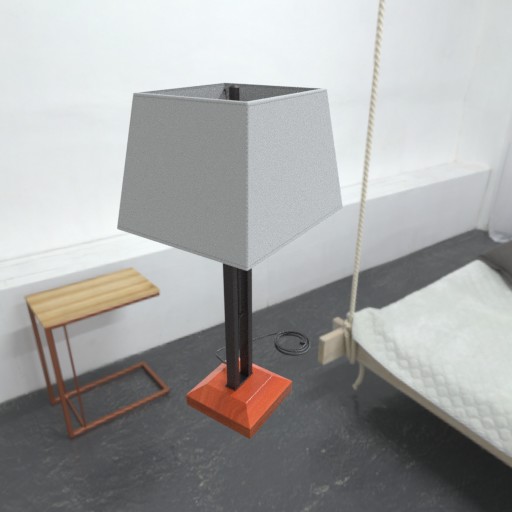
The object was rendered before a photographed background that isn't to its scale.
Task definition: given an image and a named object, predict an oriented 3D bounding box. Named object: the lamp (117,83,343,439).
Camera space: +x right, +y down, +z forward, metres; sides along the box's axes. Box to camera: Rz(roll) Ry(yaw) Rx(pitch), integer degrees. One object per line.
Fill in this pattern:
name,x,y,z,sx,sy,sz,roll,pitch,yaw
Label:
lamp,0.000,0.000,1.008,0.310,0.737,0.498,17,30,31
